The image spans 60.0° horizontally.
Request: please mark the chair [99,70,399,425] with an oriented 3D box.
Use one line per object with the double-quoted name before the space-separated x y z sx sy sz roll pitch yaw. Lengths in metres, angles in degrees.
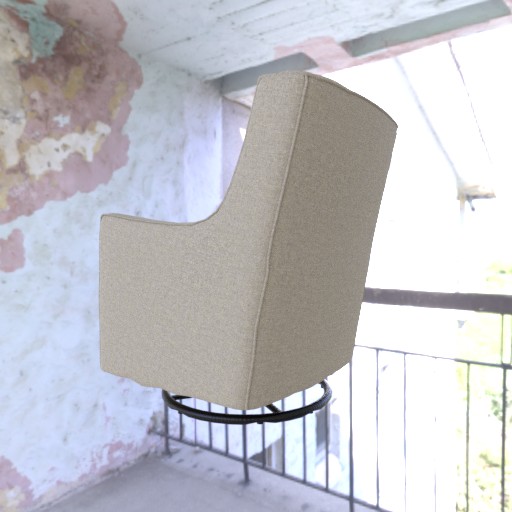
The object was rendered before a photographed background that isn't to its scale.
"chair" 0.000 0.000 1.580 0.879 0.993 0.732 1 2 36
